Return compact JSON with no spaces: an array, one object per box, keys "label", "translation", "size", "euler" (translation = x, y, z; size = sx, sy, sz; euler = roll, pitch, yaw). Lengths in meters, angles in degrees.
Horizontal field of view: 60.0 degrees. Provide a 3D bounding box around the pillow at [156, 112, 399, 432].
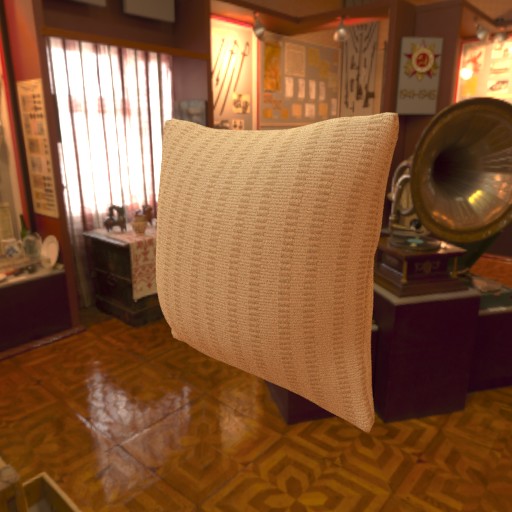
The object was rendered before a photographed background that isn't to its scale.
[{"label":"pillow","translation":[0.000,0.000,0.694],"size":[0.438,0.419,0.247],"euler":[14,21,41]}]
